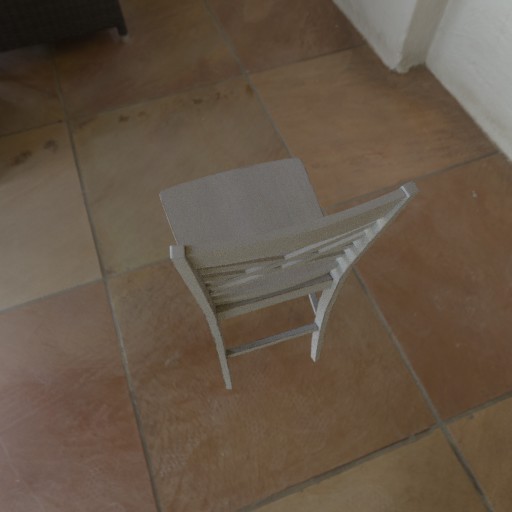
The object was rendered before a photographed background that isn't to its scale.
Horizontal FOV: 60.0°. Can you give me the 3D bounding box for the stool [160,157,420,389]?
[{"bbox_3d":[0.000,0.000,1.353,0.462,1.079,0.539,-16,61,-9],"label":"stool"}]
